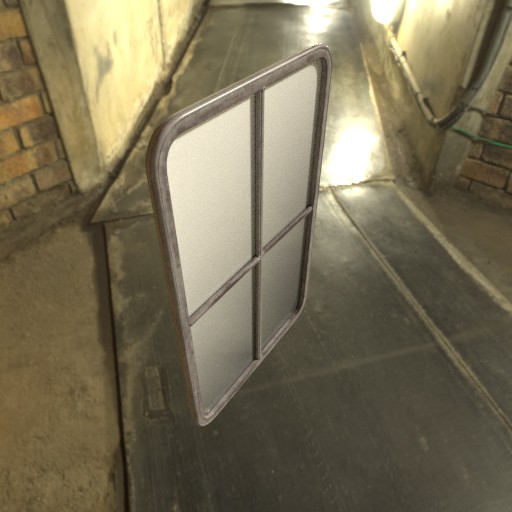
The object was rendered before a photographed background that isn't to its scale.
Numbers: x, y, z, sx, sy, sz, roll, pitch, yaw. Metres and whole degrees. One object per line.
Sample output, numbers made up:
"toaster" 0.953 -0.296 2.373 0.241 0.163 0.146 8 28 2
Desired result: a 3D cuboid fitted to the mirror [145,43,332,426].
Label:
"mirror" 0.000 0.000 0.880 0.024 0.713 0.461 25 47 26
